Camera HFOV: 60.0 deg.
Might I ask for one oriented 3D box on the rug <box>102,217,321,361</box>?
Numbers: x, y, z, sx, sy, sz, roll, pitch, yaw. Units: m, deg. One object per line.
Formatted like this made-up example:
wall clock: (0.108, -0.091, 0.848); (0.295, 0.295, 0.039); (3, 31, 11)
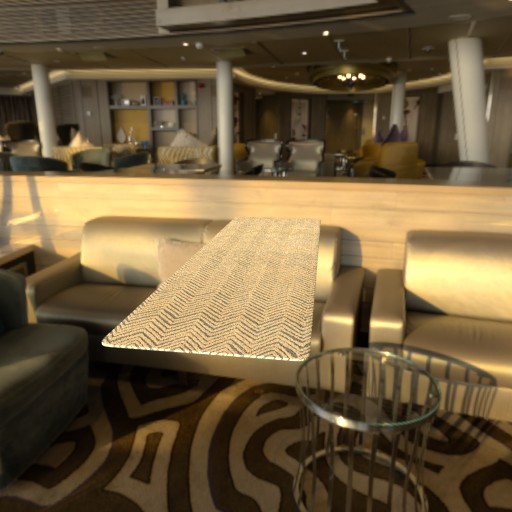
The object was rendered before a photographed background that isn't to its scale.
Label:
rug: (0.000, 0.000, 2.484); (0.686, 0.008, 2.286); (2, 16, 9)
